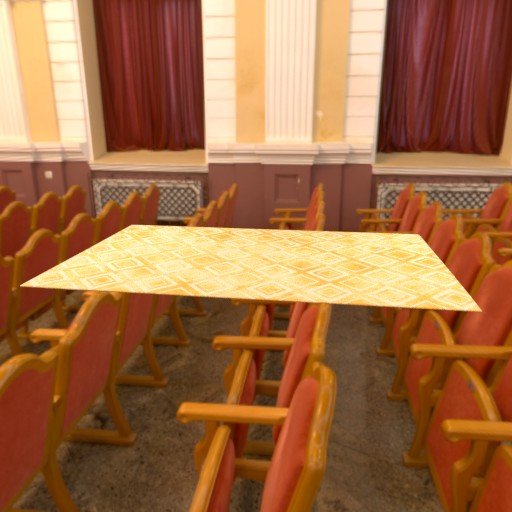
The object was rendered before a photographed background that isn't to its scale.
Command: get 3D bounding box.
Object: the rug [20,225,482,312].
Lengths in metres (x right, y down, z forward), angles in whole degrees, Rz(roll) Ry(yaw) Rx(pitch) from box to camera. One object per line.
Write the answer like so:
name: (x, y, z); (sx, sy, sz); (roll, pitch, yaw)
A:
rug: (0.000, 0.000, 3.004); (2.424, 0.010, 1.511); (2, 17, 8)
